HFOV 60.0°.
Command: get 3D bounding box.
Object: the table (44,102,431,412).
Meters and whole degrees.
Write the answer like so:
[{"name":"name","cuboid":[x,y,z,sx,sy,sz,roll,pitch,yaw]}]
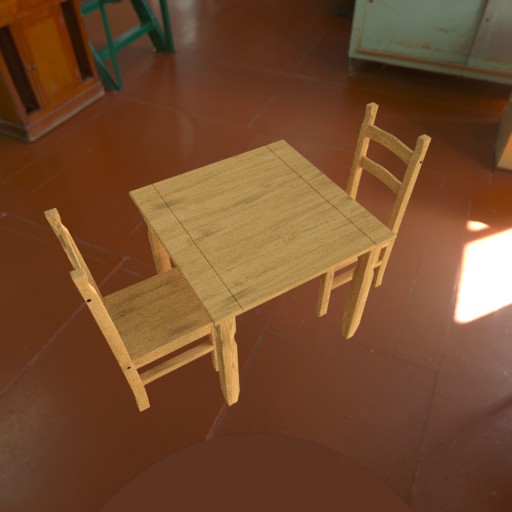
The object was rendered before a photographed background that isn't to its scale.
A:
[{"name":"table","cuboid":[0.000,0.000,2.039,1.501,0.942,0.813,-24,51,-21]}]
